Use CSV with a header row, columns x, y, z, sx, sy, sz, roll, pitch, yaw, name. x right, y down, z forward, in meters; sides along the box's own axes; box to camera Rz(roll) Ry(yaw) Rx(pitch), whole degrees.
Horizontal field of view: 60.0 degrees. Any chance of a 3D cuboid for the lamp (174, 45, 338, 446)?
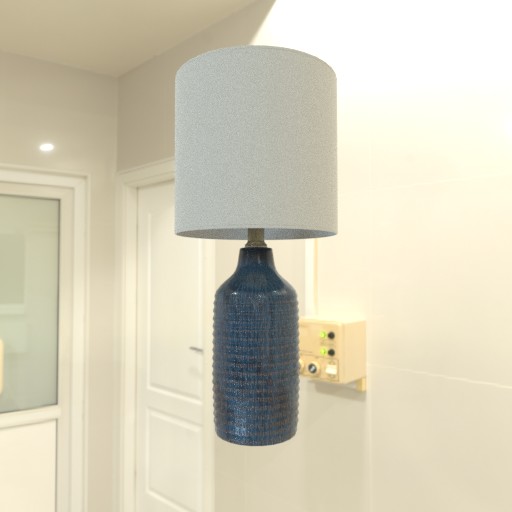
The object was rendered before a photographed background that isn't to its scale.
x,y,z,sx,sy,sz,roll,pitch,yaw,name
0.000,0.000,0.608,0.220,0.475,0.220,-1,-2,35,lamp
